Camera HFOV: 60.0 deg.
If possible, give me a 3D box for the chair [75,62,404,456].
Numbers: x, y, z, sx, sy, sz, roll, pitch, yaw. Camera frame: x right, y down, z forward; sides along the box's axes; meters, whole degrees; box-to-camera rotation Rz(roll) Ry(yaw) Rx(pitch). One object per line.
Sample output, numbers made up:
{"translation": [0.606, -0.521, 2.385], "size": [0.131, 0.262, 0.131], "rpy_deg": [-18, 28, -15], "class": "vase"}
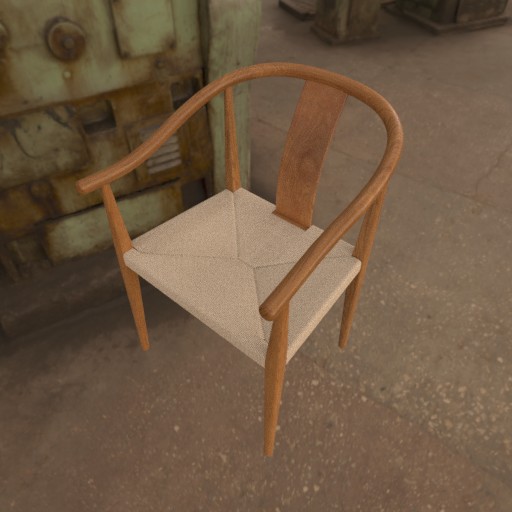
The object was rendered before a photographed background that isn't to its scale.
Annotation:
{"translation": [0.000, 0.000, 1.177], "size": [0.556, 0.800, 0.579], "rpy_deg": [31, 53, 27], "class": "chair"}
